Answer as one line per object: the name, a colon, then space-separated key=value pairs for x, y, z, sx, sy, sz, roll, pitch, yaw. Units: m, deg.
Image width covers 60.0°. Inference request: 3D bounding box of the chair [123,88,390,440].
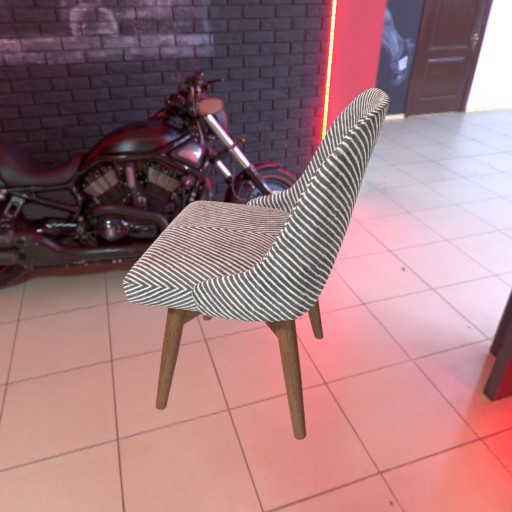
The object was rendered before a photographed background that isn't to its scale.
chair: x=0.000 y=0.000 z=1.238 sx=0.591 sy=0.883 sz=0.504 roll=7 pitch=33 yaw=12
